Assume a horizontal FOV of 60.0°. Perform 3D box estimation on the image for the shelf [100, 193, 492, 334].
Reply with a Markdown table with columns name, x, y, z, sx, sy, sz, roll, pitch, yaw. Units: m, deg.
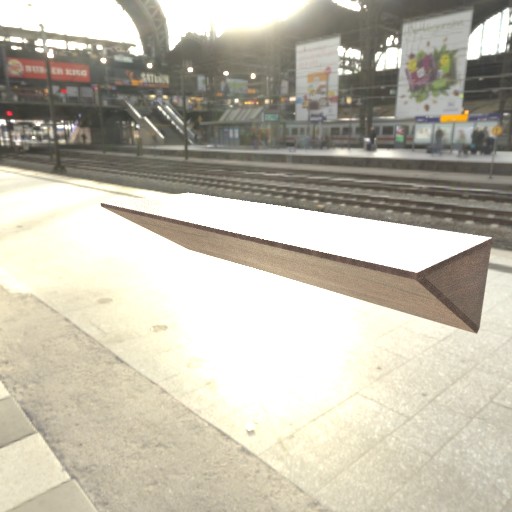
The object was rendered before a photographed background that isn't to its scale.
| name | x | y | z | sx | sy | sz | roll | pitch | yaw |
| --- | --- | --- | --- | --- | --- | --- | --- | --- | --- |
| shelf | 0.000 | 0.000 | 0.693 | 0.610 | 0.125 | 0.200 | 15 | 21 | 43 |
